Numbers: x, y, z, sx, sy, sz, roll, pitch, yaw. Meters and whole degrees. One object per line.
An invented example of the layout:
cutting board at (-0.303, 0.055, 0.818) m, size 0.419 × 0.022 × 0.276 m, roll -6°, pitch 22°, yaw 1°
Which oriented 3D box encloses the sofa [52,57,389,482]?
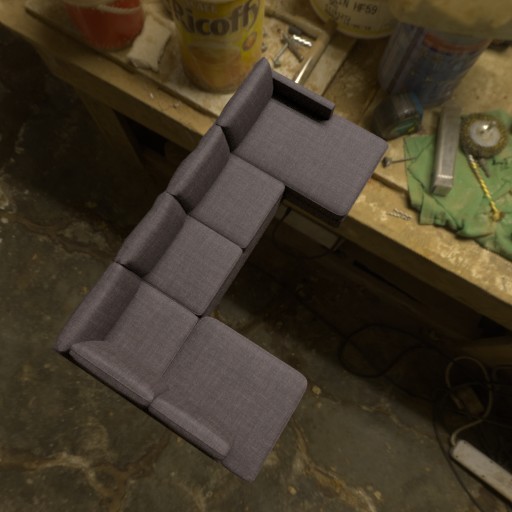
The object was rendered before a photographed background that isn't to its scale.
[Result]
sofa at (0.000, 0.000, 4.221) m, size 2.048 × 0.999 × 3.423 m, roll 31°, pitch 78°, yaw 7°
